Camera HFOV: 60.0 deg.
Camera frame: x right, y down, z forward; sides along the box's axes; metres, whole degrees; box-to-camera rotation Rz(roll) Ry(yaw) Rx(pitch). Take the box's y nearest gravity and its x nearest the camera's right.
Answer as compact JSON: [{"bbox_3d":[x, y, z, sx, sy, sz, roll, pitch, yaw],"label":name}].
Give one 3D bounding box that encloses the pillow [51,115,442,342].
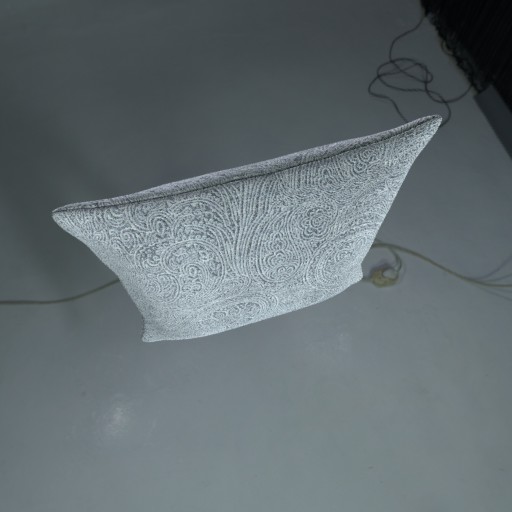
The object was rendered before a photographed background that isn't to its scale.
[{"bbox_3d":[0.000,0.000,0.782,0.523,0.510,0.166,-15,65,-8],"label":"pillow"}]
